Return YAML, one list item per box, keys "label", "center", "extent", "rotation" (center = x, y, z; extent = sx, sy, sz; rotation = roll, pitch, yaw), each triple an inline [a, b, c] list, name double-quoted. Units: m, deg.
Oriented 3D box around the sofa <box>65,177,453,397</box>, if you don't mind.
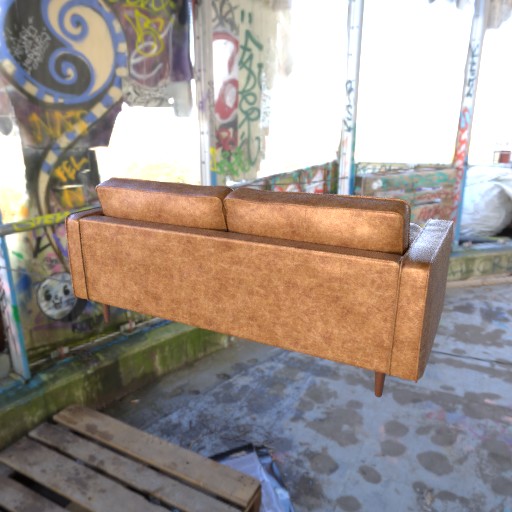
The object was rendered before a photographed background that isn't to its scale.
- label: "sofa"
  center: [0.000, 0.000, 2.433]
  extent: [1.920, 0.825, 0.924]
  rotation: [9, 19, 26]
